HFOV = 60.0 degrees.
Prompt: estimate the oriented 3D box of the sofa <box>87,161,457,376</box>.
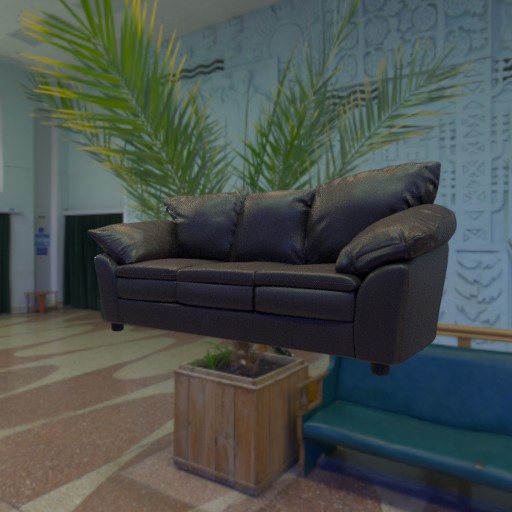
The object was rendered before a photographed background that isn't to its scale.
[{"bbox_3d":[0.000,0.000,2.884,2.390,1.091,0.907,1,1,35],"label":"sofa"}]
